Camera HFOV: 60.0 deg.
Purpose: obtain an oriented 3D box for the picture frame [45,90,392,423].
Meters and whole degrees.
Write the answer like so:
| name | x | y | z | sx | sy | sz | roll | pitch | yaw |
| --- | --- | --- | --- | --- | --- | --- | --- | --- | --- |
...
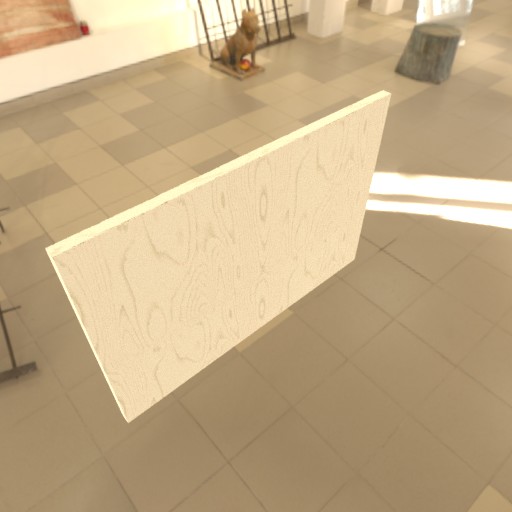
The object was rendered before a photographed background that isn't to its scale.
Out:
| name | x | y | z | sx | sy | sz | roll | pitch | yaw |
| --- | --- | --- | --- | --- | --- | --- | --- | --- | --- |
| picture frame | 0.000 | 0.000 | 1.212 | 0.950 | 0.640 | 0.029 | -32 | 53 | -28 |
